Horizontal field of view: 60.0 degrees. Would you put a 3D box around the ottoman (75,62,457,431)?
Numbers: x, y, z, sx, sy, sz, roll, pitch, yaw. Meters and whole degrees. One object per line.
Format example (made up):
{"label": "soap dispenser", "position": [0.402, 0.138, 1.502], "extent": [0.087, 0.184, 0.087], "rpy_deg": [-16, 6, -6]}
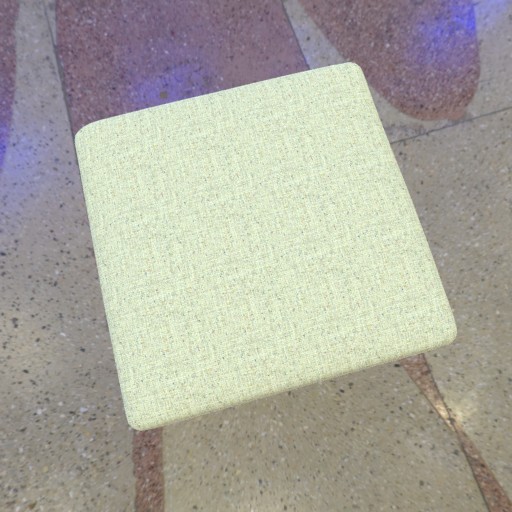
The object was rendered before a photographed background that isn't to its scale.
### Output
{"label": "ottoman", "position": [0.000, 0.000, 0.889], "extent": [0.521, 0.453, 0.512], "rpy_deg": [-15, 77, -4]}
